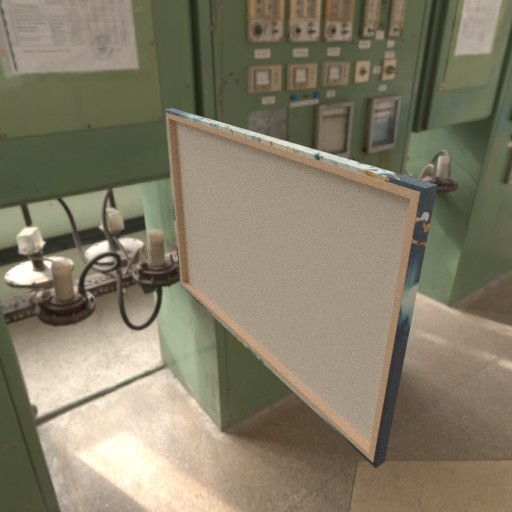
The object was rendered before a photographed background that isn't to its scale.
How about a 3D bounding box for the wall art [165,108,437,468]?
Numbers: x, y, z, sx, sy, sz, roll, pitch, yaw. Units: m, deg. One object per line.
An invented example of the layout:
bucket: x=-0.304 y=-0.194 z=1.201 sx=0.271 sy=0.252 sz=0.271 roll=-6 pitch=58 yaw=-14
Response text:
wall art: x=0.000 y=0.000 z=1.409 sx=0.035 sy=0.759 sz=1.138 roll=-17 pitch=32 yaw=-31
